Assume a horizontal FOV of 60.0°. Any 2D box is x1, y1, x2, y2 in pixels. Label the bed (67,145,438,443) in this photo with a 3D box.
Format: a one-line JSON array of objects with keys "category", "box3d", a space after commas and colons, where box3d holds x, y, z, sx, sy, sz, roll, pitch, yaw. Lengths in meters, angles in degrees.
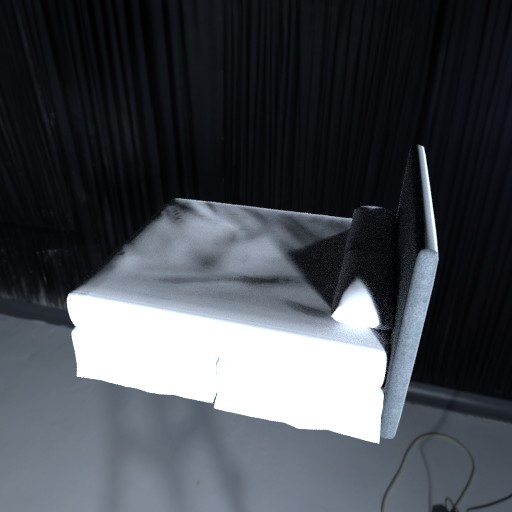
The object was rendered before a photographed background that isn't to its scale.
[{"category": "bed", "box3d": [0.000, 0.000, 3.163, 2.142, 1.330, 1.713, 8, 32, 14]}]
